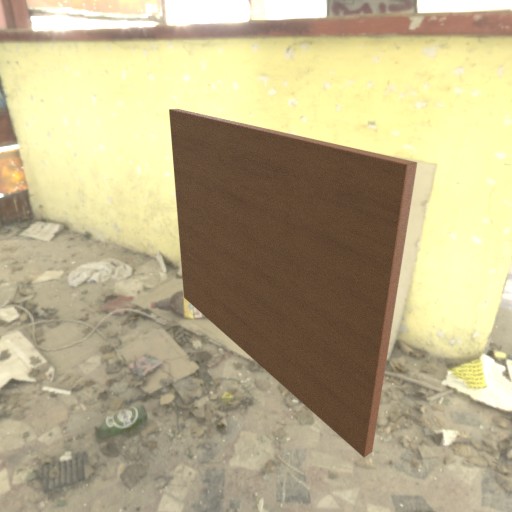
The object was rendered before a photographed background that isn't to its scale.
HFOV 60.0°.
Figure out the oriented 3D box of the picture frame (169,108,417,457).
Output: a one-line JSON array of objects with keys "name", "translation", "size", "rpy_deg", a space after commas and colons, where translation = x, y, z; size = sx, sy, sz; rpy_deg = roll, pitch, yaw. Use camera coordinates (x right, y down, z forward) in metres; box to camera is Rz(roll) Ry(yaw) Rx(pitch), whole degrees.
[{"name": "picture frame", "translation": [0.000, 0.000, 1.808], "size": [0.045, 1.018, 1.329], "rpy_deg": [-17, 30, -32]}]
